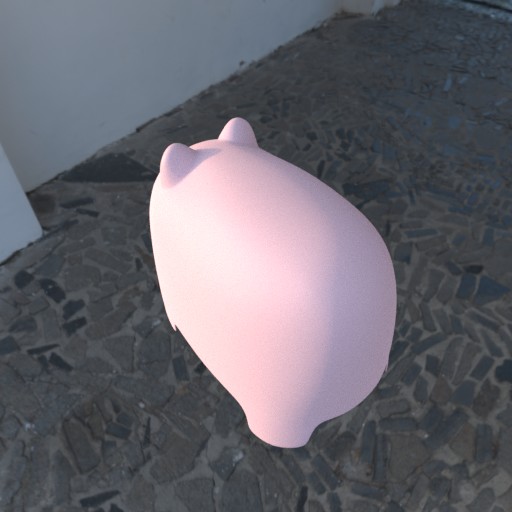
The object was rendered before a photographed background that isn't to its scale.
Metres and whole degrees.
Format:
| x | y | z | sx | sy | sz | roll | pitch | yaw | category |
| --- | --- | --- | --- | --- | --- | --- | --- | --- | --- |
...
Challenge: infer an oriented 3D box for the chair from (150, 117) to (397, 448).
| x | y | z | sx | sy | sz | roll | pitch | yaw | category |
| --- | --- | --- | --- | --- | --- | --- | --- | --- | --- |
| 0.000 | 0.000 | 0.878 | 0.364 | 0.423 | 0.619 | -31 | 54 | -26 | chair |
